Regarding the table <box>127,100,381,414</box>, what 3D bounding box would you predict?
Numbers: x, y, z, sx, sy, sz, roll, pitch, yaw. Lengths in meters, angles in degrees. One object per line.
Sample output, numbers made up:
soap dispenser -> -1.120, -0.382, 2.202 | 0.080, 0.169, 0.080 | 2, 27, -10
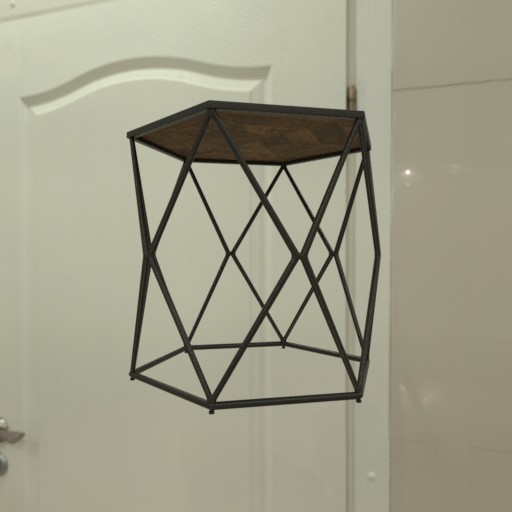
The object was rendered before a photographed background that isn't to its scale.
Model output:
table -> 0.000, 0.000, 1.067 | 0.579, 0.564, 0.578 | 0, 1, 17
